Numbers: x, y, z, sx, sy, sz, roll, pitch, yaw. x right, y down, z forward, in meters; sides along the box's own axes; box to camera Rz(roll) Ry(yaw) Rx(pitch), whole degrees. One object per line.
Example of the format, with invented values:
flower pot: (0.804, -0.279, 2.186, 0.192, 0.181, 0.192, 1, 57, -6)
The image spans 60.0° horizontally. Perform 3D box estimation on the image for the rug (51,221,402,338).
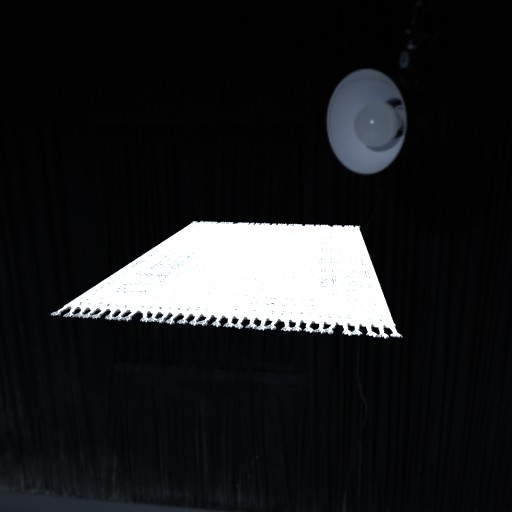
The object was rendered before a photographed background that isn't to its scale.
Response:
rug: (0.000, 0.000, 2.403, 1.243, 0.013, 1.872, 2, 15, 8)
